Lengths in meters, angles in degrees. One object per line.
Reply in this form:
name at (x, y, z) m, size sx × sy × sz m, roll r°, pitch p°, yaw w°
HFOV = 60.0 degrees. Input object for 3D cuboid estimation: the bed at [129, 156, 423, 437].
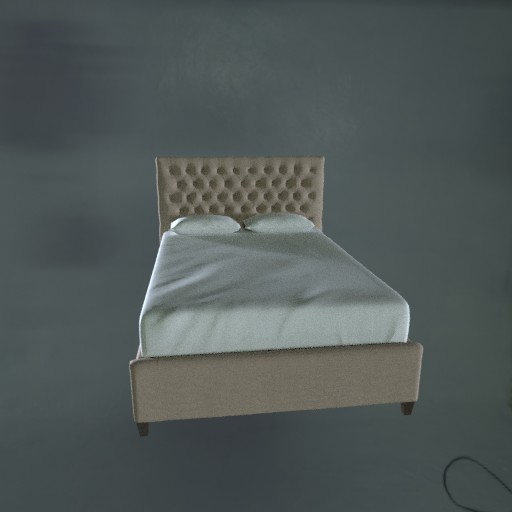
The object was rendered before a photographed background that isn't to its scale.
bed at (0.000, 0.000, 3.533) m, size 1.698 × 1.427 × 2.387 m, roll -2°, pitch 16°, yaw -7°
